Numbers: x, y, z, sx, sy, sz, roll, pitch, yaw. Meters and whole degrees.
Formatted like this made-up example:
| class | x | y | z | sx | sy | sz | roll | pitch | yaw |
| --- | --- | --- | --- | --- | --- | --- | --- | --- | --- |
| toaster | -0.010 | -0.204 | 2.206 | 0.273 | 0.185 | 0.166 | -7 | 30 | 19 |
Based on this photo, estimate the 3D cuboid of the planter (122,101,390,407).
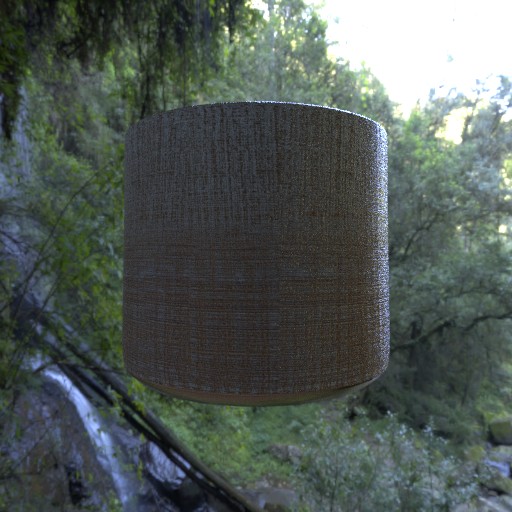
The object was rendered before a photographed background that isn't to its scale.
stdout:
| class | x | y | z | sx | sy | sz | roll | pitch | yaw |
| --- | --- | --- | --- | --- | --- | --- | --- | --- | --- |
| planter | 0.000 | 0.000 | 0.188 | 0.109 | 0.096 | 0.109 | 0 | 0 | 0 |
